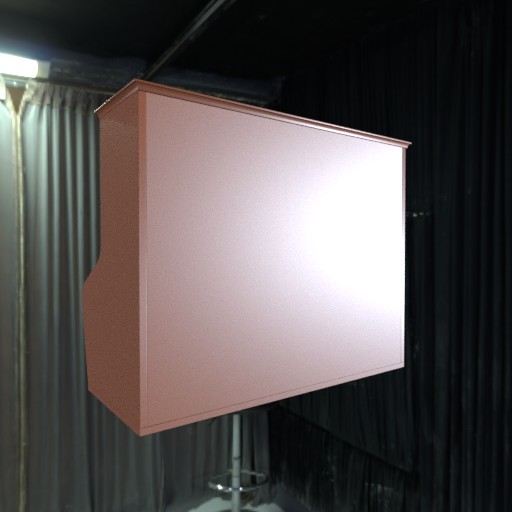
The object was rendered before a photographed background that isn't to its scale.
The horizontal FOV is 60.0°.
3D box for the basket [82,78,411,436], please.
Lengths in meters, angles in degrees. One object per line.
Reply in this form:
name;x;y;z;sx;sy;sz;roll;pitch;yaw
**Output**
basket;0.000;0.000;1.151;0.792;0.625;0.376;-1;2;-36
